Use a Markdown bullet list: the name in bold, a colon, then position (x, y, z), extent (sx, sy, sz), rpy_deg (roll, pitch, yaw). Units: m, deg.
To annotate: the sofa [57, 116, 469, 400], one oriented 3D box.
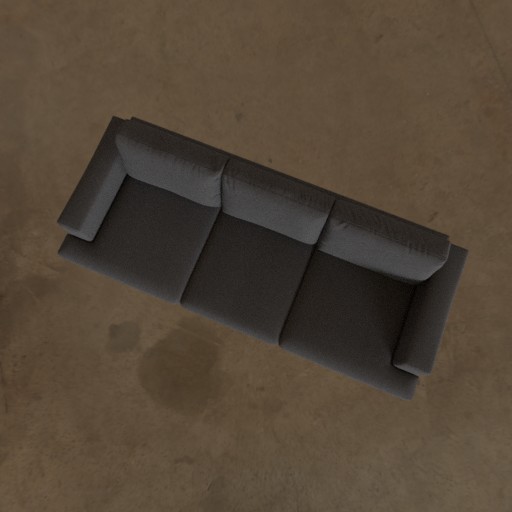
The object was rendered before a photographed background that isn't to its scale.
- **sofa**: position (0.000, 0.000, 2.722), extent (2.310, 0.810, 0.920), rpy_deg (22, 78, 5)
